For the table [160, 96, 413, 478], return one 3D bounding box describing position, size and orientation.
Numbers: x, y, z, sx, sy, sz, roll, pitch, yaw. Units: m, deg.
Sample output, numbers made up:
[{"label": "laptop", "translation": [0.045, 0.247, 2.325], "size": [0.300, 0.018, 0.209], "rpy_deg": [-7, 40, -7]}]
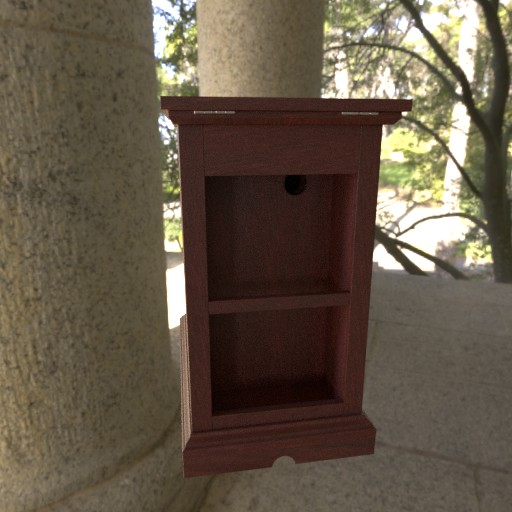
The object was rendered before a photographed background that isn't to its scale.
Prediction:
[{"label": "table", "translation": [0.000, 0.000, 0.966], "size": [0.356, 0.612, 0.584], "rpy_deg": [-3, 16, -10]}]
